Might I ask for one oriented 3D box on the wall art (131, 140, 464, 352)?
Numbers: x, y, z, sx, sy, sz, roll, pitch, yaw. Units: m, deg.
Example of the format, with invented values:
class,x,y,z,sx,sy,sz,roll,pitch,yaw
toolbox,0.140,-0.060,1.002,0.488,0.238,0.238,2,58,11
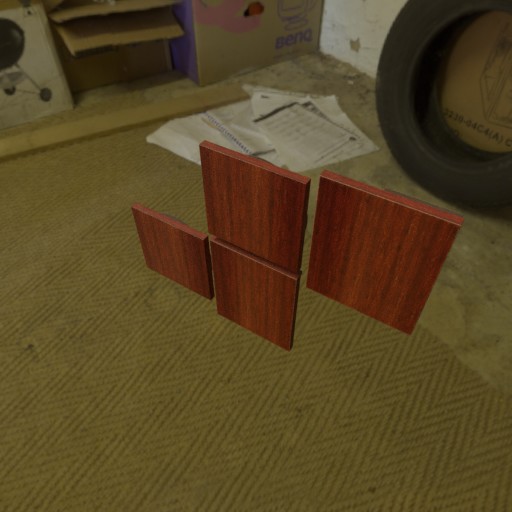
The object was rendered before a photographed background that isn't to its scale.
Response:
class,x,y,z,sx,sy,sz,roll,pitch,yaw
wall art,0.000,0.000,0.868,0.635,0.497,0.030,25,51,21
